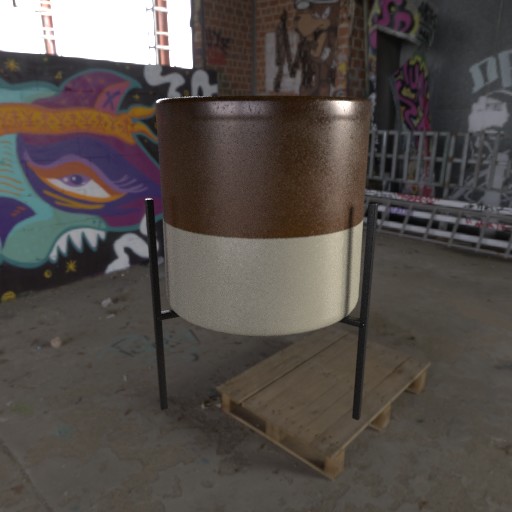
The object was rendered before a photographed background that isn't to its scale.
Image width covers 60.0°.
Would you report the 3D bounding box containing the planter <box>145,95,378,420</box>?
[{"bbox_3d":[0.000,0.000,0.566,0.269,0.375,0.255,-9,19,-26],"label":"planter"}]
